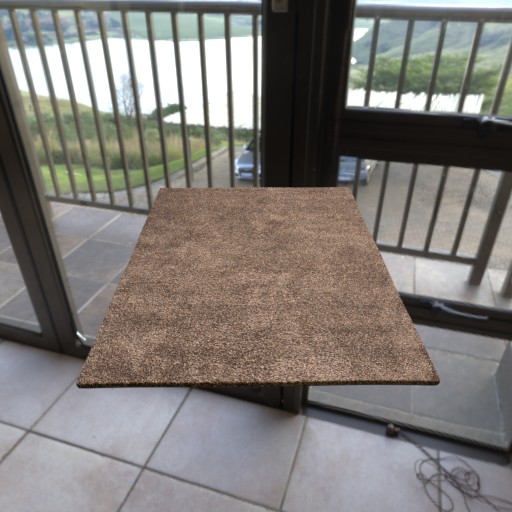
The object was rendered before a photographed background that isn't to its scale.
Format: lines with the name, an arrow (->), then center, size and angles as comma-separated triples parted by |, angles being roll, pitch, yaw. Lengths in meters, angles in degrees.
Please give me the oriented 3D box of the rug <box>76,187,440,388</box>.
rug -> 0.000, 0.000, 2.133 | 1.198, 0.025, 1.601 | 0, 32, -1
